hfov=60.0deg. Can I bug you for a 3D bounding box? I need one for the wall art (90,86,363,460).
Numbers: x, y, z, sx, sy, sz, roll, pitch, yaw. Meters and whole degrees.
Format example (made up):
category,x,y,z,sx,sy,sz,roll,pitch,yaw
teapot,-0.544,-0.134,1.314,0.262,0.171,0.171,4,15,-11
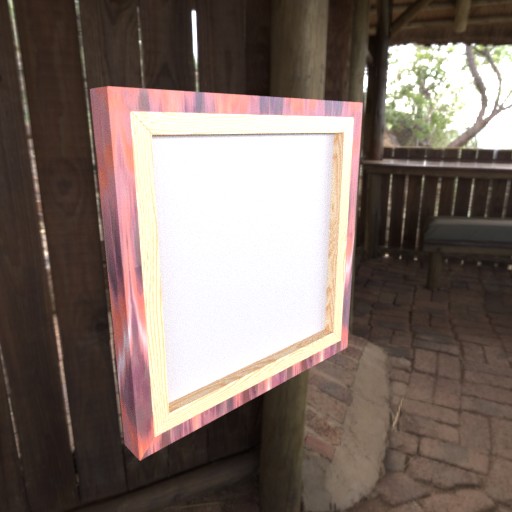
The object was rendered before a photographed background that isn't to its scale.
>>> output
category,x,y,z,sx,sy,sz,roll,pitch,yaw
wall art,0.000,0.000,0.601,0.403,0.406,0.038,-15,22,-41
